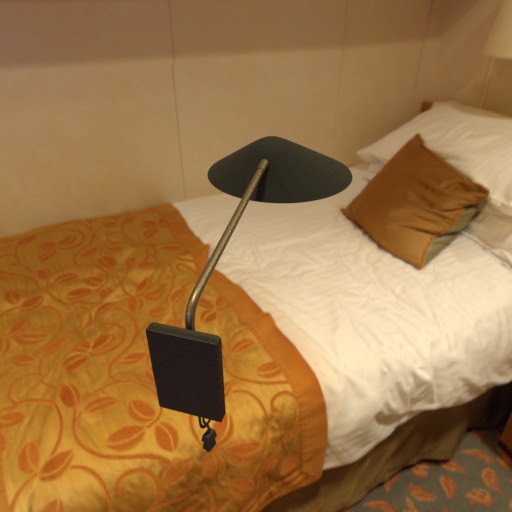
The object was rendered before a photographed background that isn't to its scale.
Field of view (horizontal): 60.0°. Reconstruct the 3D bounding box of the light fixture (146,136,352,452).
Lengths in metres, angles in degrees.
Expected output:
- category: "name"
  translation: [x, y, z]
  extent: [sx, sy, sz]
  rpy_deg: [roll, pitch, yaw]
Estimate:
- category: "light fixture"
  translation: [0.000, 0.000, 0.671]
  extent: [0.240, 0.312, 0.516]
  rpy_deg: [9, 33, 14]
